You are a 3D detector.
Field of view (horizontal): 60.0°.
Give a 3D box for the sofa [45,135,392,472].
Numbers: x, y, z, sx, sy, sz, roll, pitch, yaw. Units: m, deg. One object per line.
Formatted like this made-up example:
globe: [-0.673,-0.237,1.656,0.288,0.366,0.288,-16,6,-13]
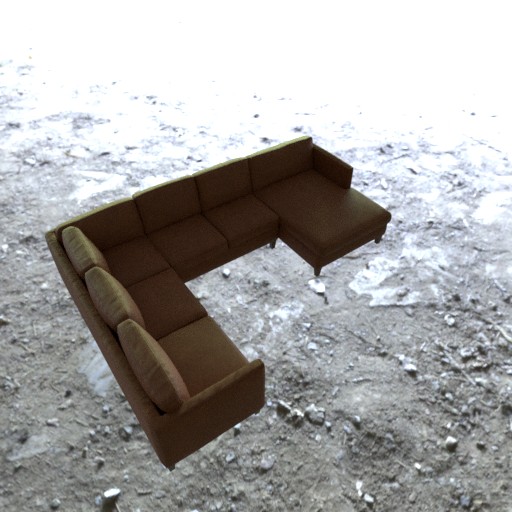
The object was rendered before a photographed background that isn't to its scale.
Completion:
sofa: [0.000,0.000,4.581,3.460,0.923,2.593,-26,48,-25]
